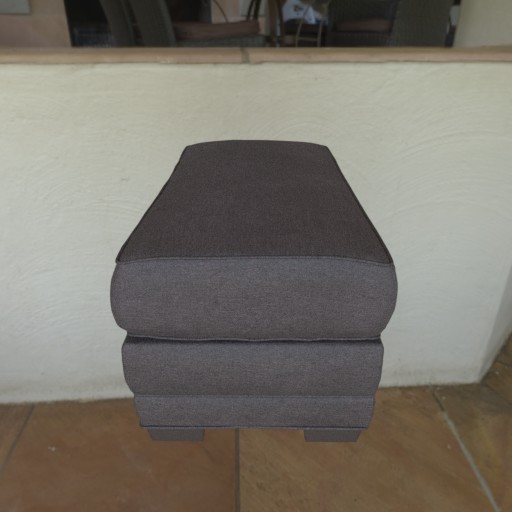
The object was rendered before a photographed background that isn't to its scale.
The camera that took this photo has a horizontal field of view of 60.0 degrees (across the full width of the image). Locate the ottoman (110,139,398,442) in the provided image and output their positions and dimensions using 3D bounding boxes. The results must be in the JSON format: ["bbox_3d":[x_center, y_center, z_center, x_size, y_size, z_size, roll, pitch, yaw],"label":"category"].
[{"bbox_3d":[0.000,0.000,1.158,0.490,0.448,0.864,0,27,0],"label":"ottoman"}]
